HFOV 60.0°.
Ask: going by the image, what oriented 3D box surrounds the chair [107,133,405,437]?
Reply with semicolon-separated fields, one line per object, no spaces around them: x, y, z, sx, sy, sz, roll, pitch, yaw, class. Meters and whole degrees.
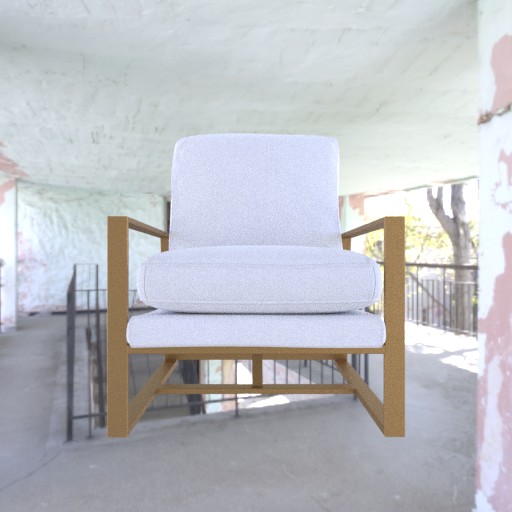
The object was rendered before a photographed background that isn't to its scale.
0.000;0.000;1.553;0.805;0.966;0.813;0;1;0;chair
